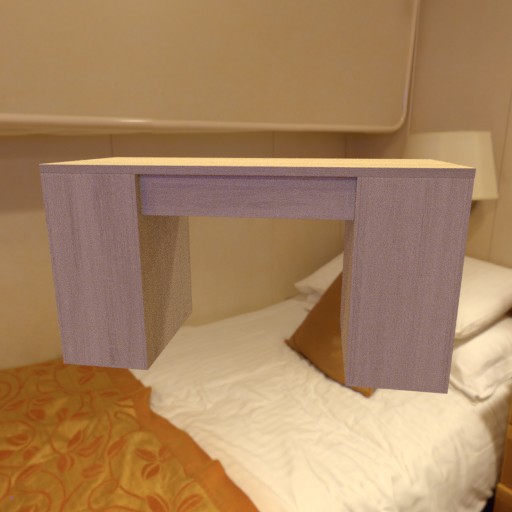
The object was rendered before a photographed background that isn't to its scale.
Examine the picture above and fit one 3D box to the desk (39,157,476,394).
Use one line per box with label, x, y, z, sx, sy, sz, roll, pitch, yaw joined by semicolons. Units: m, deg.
desk;0.000;0.000;1.769;1.390;0.740;0.600;2;15;8
